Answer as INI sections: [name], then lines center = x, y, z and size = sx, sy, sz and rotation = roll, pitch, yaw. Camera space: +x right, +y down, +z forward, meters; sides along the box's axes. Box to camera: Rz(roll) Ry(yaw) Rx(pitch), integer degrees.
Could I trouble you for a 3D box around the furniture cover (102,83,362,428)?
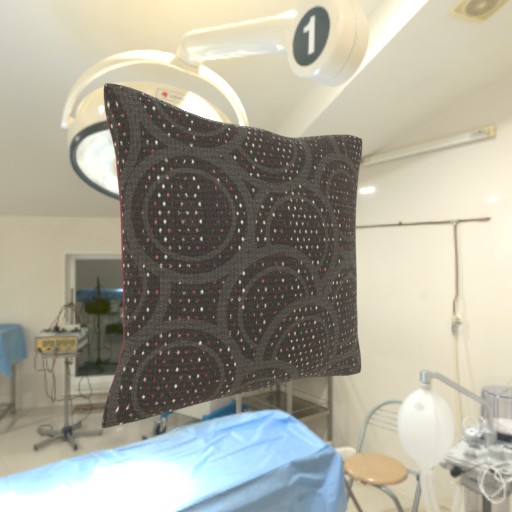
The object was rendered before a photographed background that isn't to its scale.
[furniture cover]
center = 0.000, 0.000, 0.805
size = 0.552, 0.509, 0.193
rotation = 0, 1, -35
